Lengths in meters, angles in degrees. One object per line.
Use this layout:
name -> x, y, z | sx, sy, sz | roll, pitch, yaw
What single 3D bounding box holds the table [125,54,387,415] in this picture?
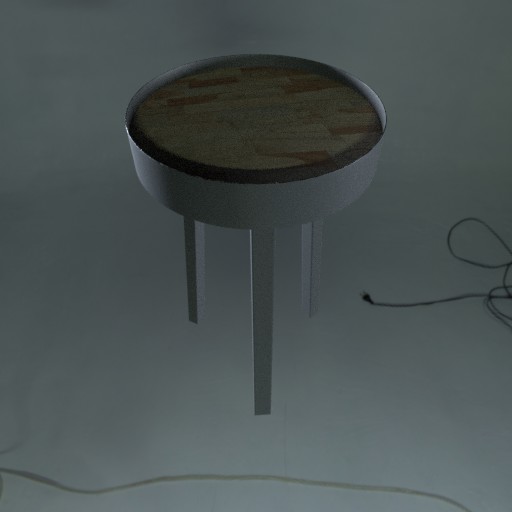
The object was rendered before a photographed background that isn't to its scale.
table -> 0.000, 0.000, 0.949 | 0.406, 0.686, 0.406 | -2, 46, -2
